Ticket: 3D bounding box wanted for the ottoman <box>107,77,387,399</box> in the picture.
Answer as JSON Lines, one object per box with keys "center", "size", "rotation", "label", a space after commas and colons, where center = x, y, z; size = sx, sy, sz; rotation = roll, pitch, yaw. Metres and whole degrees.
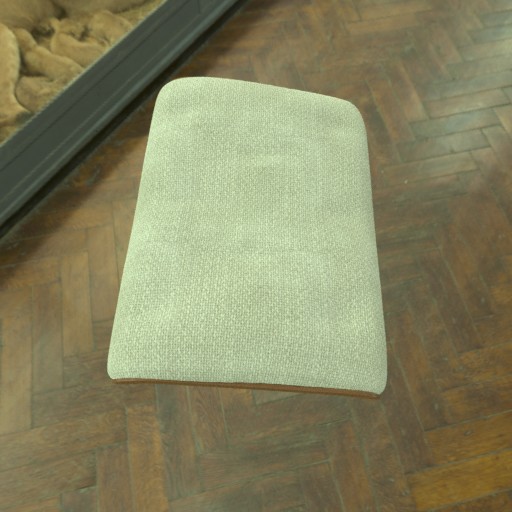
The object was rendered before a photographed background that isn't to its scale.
{"center": [0.000, 0.000, 0.804], "size": [0.394, 0.391, 0.520], "rotation": [2, 64, 1], "label": "ottoman"}
